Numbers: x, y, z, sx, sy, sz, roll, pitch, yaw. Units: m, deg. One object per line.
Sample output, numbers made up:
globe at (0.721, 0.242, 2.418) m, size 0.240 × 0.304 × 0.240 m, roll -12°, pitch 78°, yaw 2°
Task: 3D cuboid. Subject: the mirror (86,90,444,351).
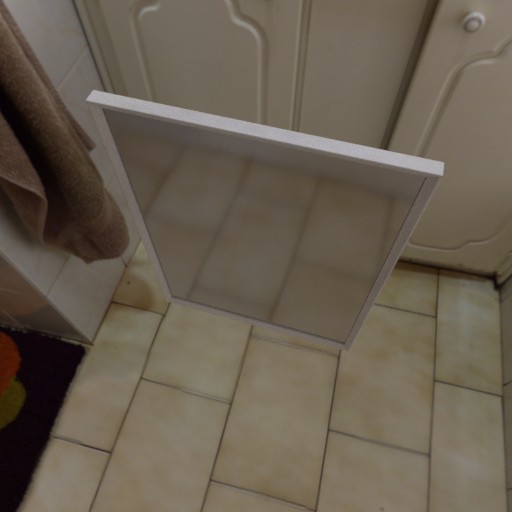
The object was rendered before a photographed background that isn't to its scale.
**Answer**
mirror at (0.000, 0.000, 1.353) m, size 0.762 × 1.016 × 0.041 m, roll 14°, pitch 60°, yaw 8°
